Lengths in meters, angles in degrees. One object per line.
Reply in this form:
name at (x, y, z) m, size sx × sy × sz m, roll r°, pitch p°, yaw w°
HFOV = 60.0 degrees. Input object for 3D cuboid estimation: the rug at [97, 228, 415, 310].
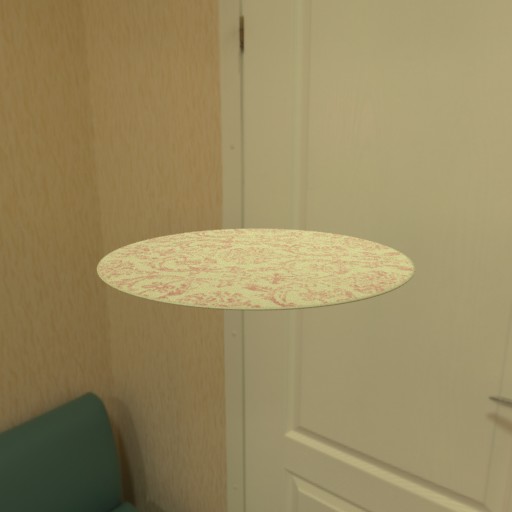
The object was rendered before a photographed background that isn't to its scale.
rug at (0.000, 0.000, 2.349) m, size 1.593 × 0.012 × 1.593 m, roll 0°, pitch 14°, yaw 0°
